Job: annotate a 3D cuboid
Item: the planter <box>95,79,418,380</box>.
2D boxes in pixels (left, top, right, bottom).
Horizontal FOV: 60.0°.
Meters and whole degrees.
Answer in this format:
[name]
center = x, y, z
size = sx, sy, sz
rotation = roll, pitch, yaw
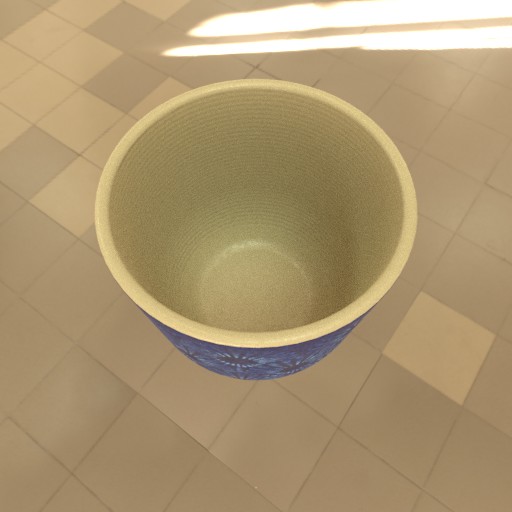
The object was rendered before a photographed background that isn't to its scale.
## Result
[planter]
center = 0.000, 0.000, 0.301
size = 0.170, 0.153, 0.170
rotation = 0, 62, 0
